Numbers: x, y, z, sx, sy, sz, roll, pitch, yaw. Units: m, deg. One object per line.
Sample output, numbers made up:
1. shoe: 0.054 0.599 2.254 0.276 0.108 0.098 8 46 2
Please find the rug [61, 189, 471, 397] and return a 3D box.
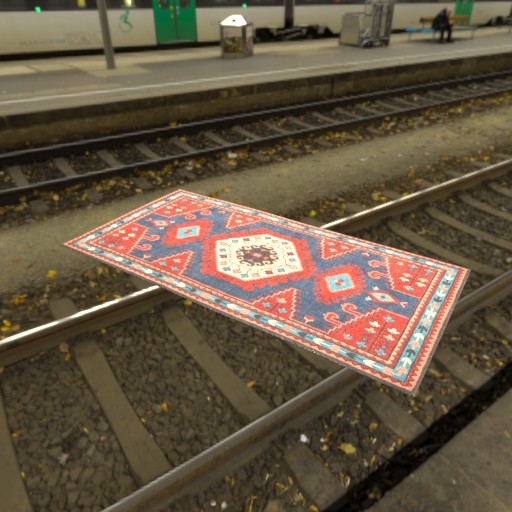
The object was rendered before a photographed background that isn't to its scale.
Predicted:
1. rug: 0.000 0.000 3.635 3.032 0.034 1.522 19 35 28
